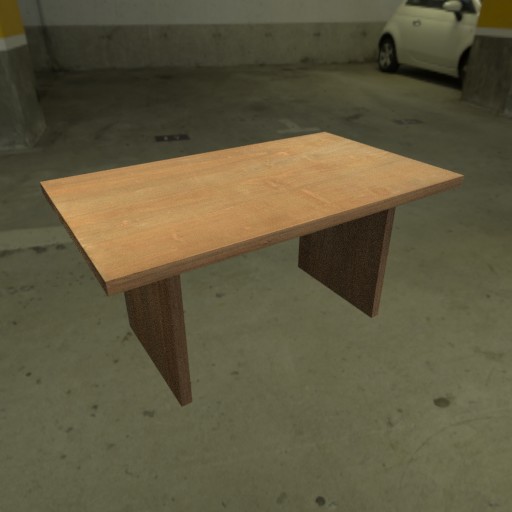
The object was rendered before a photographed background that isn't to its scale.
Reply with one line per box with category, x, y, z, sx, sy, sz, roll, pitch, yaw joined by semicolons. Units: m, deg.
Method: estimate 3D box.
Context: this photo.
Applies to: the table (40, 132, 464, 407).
table;0.000;0.000;2.138;1.609;0.780;0.946;-18;34;-28
